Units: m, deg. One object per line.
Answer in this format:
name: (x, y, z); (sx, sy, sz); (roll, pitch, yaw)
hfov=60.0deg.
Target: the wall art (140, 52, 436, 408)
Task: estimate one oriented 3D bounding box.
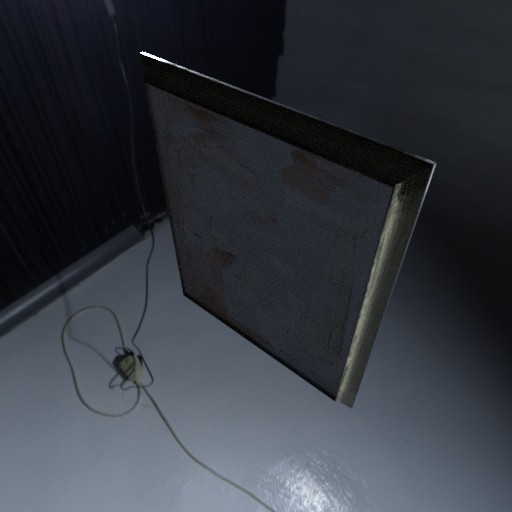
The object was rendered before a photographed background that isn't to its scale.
wall art: (0.000, 0.000, 0.620); (0.381, 0.457, 0.023); (30, 53, 26)
